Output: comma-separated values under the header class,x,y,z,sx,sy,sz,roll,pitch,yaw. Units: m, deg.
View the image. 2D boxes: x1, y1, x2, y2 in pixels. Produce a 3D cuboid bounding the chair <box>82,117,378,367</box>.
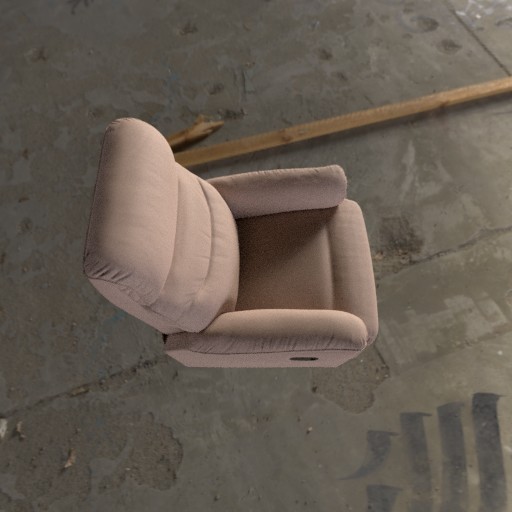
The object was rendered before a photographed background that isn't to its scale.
class,x,y,z,sx,sy,sz,roll,pitch,yaw
chair,0.000,0.000,1.799,1.004,1.037,0.820,-1,64,0
